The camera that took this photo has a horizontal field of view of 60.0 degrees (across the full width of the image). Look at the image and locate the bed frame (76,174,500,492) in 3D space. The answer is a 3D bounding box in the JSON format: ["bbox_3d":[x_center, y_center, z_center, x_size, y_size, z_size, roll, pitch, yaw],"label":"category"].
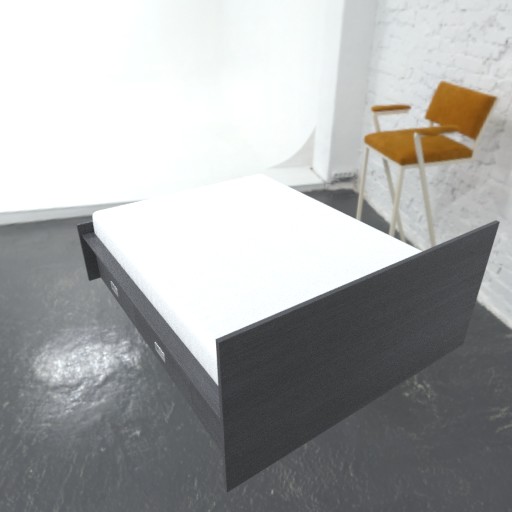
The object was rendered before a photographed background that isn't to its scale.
[{"bbox_3d":[0.000,0.000,2.725,1.622,0.800,1.960,-19,35,-29],"label":"bed frame"}]
